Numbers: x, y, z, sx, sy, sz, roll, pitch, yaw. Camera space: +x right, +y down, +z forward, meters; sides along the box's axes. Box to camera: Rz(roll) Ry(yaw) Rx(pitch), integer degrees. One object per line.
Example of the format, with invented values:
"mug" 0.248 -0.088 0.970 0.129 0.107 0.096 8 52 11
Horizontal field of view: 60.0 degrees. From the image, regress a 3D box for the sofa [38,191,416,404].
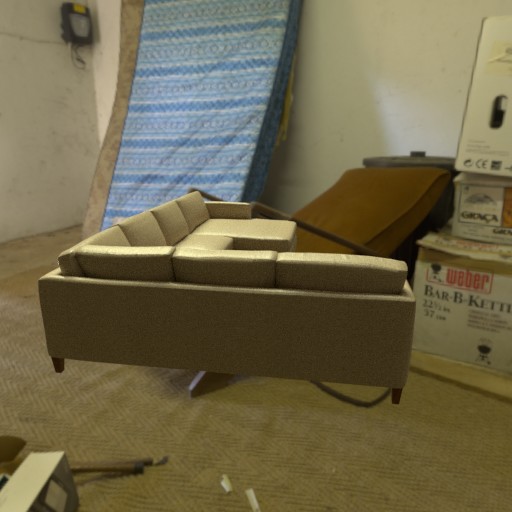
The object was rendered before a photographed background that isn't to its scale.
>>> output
"sofa" 0.000 0.000 4.588 2.594 0.961 3.460 3 16 9
